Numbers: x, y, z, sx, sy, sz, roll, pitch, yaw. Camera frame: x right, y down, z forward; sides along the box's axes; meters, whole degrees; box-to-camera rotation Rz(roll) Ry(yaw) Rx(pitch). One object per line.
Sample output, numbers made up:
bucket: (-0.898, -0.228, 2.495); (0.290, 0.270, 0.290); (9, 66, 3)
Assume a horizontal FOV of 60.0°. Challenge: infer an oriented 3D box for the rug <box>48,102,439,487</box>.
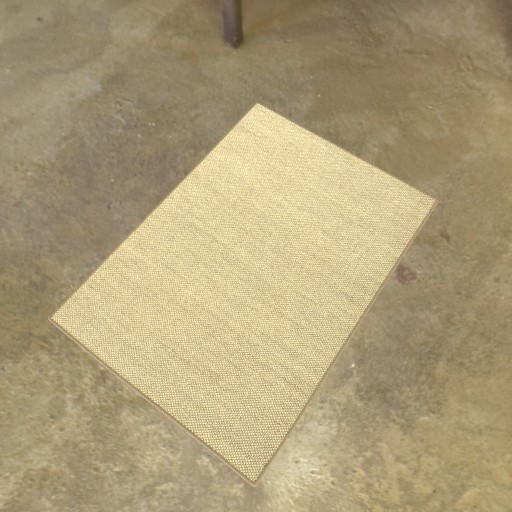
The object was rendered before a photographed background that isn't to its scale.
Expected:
rug: (0.000, 0.000, 2.791); (1.517, 0.013, 2.115); (33, 69, 15)
